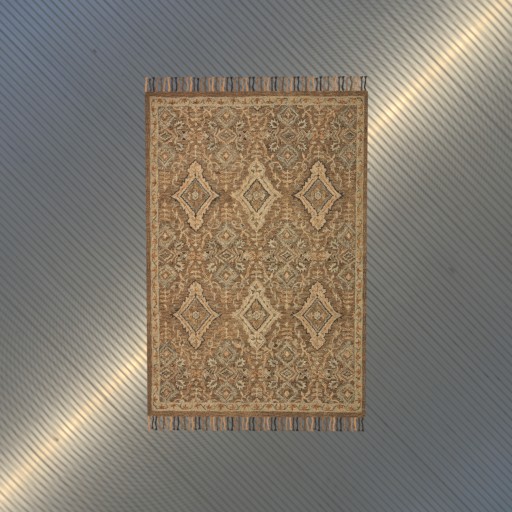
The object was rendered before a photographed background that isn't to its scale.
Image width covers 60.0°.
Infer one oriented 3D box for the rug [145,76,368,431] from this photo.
[{"bbox_3d":[0.000,0.000,3.046,1.516,0.010,2.434,0,92,1],"label":"rug"}]
